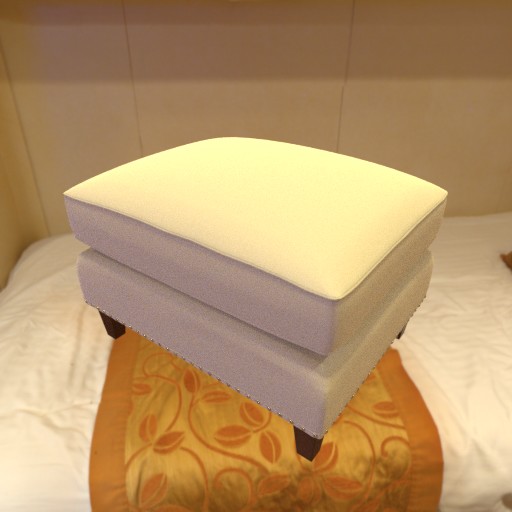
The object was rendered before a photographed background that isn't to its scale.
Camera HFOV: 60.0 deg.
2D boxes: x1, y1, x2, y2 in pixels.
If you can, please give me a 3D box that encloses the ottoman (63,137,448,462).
[{"bbox_3d":[0.000,0.000,1.136,0.741,0.513,0.584,20,36,31],"label":"ottoman"}]
